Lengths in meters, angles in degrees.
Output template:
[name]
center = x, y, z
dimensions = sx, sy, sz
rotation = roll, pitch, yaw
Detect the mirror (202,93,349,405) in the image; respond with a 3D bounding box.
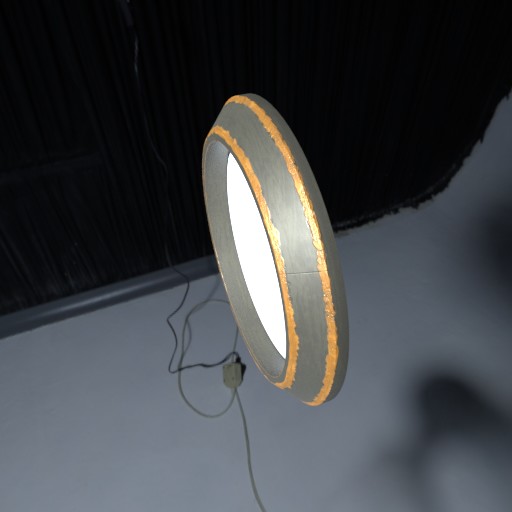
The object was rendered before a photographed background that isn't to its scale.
[mirror]
center = 0.000, 0.000, 1.326
dimensions = 0.111, 0.907, 0.907
rotation = -15, 47, -15
